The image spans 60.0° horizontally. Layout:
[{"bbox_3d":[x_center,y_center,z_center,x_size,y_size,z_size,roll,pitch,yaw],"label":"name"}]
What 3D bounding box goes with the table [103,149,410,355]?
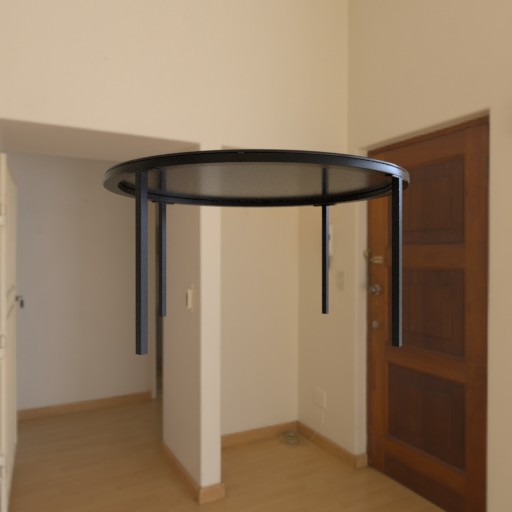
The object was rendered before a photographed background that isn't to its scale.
[{"bbox_3d":[0.000,0.000,1.221,0.800,0.400,0.800,0,0,0],"label":"table"}]
